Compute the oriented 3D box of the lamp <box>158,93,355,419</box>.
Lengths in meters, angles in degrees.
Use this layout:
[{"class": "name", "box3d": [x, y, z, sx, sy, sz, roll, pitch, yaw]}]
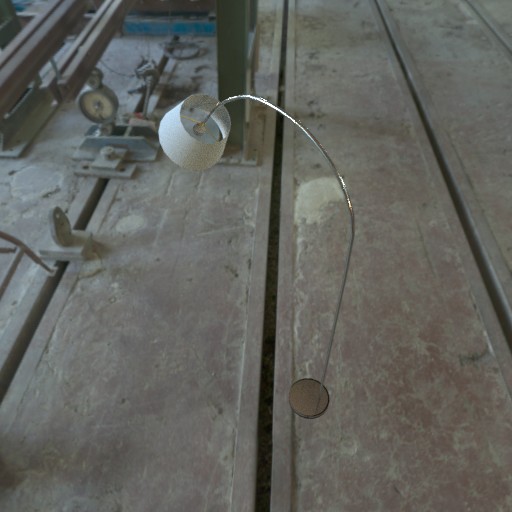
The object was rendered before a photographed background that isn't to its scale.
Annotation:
[{"class": "lamp", "box3d": [0.000, 0.000, 2.760, 0.406, 2.098, 1.445, -33, 54, -28]}]
